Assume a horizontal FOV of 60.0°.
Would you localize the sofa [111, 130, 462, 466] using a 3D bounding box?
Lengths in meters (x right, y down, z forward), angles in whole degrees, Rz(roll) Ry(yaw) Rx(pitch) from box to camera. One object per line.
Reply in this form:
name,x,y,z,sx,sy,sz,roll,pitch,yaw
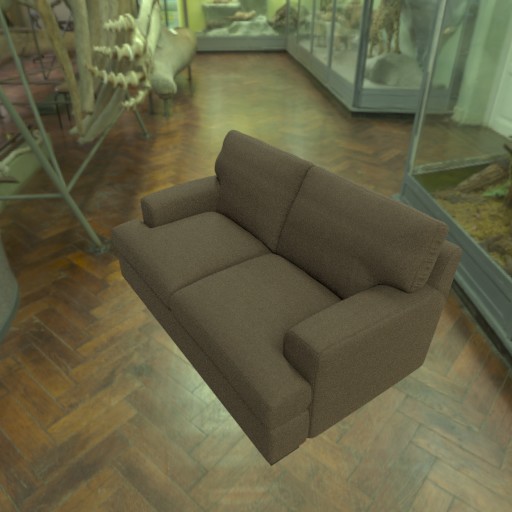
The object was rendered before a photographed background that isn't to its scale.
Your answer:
sofa,0.000,0.000,2.577,1.140,0.950,1.869,-20,38,-29
